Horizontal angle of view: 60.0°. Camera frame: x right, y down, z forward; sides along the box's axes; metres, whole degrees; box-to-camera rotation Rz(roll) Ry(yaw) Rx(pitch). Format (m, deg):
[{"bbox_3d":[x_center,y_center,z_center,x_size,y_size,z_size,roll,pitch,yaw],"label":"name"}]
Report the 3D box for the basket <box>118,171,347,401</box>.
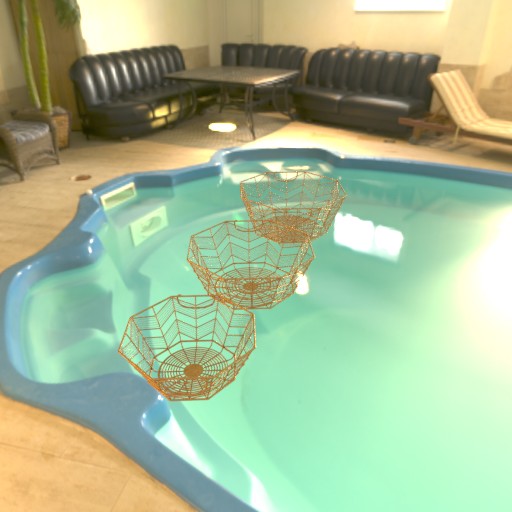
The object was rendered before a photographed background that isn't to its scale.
[{"bbox_3d":[0.000,0.000,1.438,0.432,0.178,1.245,10,31,17],"label":"basket"}]
